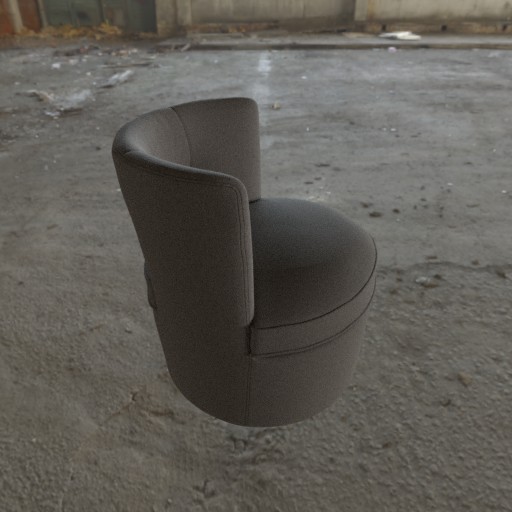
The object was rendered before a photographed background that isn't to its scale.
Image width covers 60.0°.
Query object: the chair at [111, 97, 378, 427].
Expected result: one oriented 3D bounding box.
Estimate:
[{"bbox_3d":[0.000,0.000,1.231,0.660,0.719,0.689,1,31,2],"label":"chair"}]
